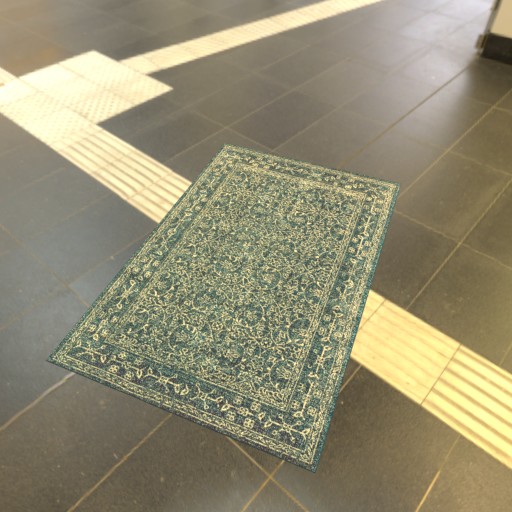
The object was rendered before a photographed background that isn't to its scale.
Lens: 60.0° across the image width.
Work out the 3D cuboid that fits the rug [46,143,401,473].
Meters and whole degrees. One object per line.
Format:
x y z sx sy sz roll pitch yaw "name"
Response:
0.000 0.000 2.319 1.200 0.005 1.819 17 49 15 "rug"
